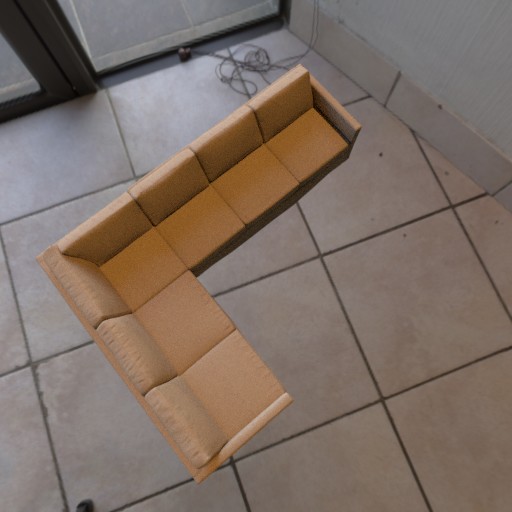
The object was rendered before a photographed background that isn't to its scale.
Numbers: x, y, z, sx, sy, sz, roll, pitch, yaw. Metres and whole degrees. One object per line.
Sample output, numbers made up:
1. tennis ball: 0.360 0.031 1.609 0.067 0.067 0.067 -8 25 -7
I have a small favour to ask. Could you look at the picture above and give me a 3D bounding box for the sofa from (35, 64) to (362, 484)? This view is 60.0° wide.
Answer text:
1. sofa: 0.000 0.000 4.229 3.182 0.871 2.432 -39 79 -9
